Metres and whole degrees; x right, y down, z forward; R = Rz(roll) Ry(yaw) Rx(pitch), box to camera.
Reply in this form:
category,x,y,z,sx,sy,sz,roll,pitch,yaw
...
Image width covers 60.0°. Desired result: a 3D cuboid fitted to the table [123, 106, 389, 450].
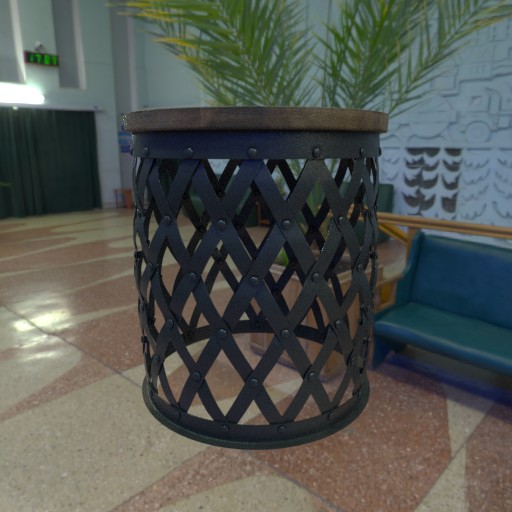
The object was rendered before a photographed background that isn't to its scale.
category,x,y,z,sx,sy,sz,roll,pitch,yaw
table,0.000,0.000,0.757,0.405,0.454,0.405,0,14,0
